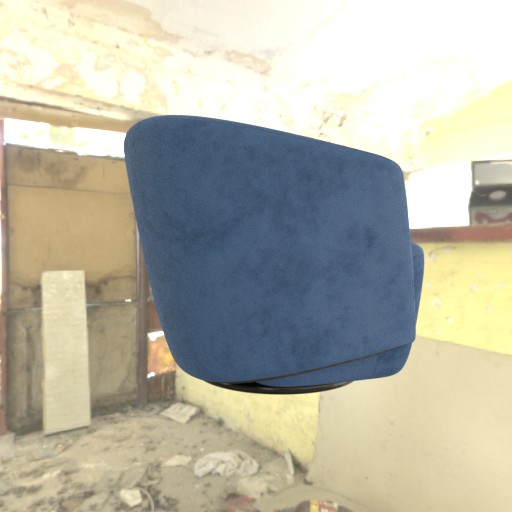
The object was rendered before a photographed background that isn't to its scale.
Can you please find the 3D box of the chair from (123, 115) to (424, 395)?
[{"bbox_3d":[0.000,0.000,1.341,0.767,0.698,0.773,0,1,-18],"label":"chair"}]
